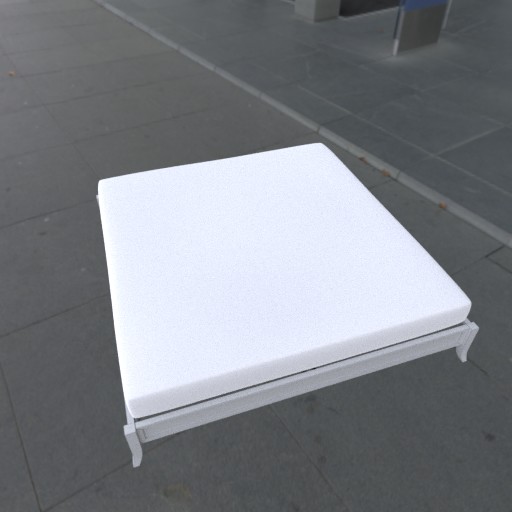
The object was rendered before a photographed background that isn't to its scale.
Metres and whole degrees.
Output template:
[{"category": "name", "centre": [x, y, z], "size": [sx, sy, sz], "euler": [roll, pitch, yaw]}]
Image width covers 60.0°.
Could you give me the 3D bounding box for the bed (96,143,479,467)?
[{"category": "bed", "centre": [0.000, 0.000, 3.046], "size": [2.007, 0.510, 2.108], "euler": [-13, 43, -14]}]
